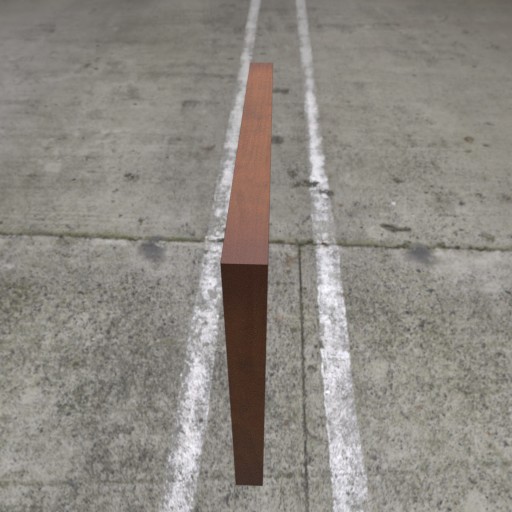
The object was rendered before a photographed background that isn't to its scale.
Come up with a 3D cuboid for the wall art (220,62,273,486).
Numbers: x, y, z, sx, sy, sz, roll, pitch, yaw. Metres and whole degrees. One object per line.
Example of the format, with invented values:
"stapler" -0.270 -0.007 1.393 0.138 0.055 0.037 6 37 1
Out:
"wall art" 0.000 0.000 0.538 0.030 0.328 0.401 1 40 2
